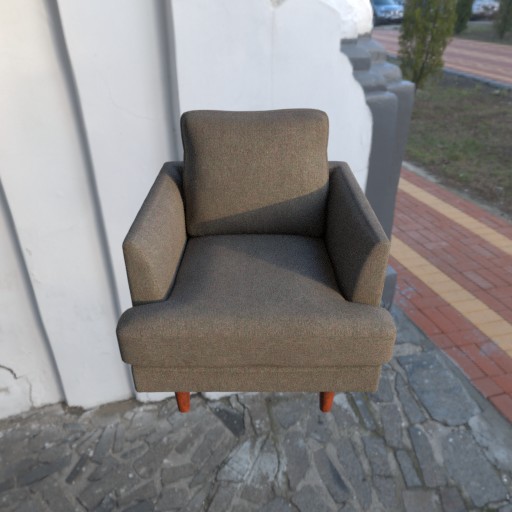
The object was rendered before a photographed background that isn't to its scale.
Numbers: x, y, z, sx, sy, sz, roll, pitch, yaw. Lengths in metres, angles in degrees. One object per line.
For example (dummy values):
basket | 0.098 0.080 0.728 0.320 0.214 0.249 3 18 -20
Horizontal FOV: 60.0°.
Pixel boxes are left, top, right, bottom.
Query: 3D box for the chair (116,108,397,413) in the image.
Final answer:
chair | 0.000 0.000 1.688 0.858 0.957 0.899 0 31 0
